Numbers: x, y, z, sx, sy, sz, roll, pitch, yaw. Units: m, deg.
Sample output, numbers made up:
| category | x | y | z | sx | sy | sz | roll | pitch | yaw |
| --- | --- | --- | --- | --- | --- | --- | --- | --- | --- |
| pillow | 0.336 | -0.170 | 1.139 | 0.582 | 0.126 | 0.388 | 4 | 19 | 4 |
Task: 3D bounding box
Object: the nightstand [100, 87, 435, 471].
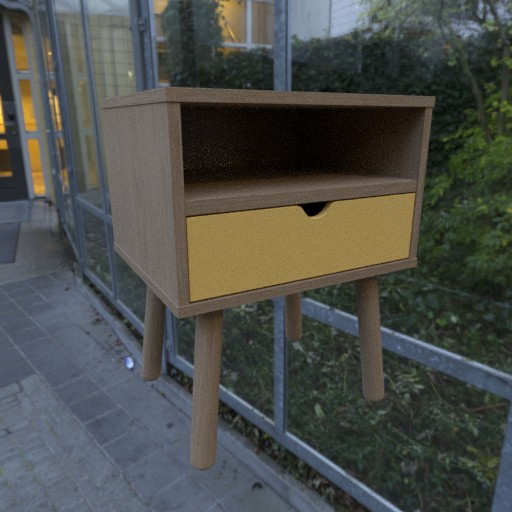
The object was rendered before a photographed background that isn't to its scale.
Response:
| category | x | y | z | sx | sy | sz | roll | pitch | yaw |
| --- | --- | --- | --- | --- | --- | --- | --- | --- | --- |
| nightstand | 0.000 | 0.000 | 0.851 | 0.450 | 0.571 | 0.380 | -9 | 19 | -28 |
